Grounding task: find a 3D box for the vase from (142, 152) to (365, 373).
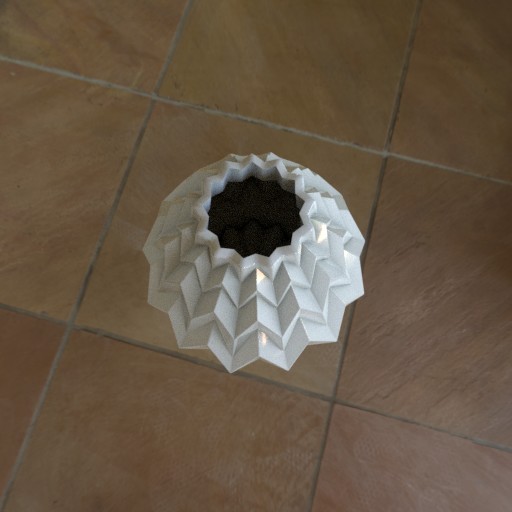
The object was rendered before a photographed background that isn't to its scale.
[{"bbox_3d":[0.000,0.000,0.314,0.164,0.185,0.164,0,75,0],"label":"vase"}]
